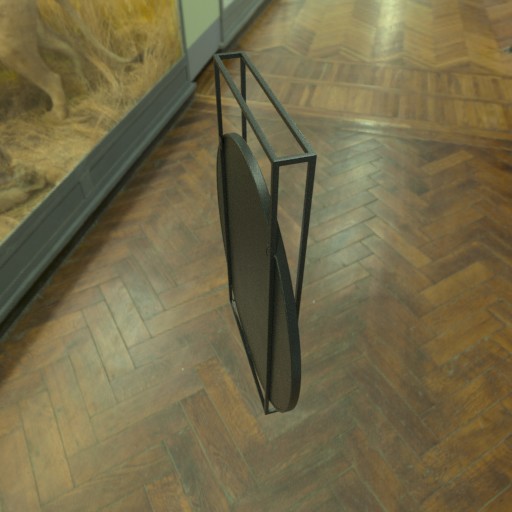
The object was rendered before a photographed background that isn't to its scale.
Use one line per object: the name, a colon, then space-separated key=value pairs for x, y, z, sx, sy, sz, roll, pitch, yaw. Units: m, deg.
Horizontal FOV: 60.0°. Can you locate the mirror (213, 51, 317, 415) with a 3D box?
mirror: x=0.000 y=0.000 z=0.804 sx=0.051 sy=0.603 sz=0.508 roll=-11 pitch=46 yaw=-11
